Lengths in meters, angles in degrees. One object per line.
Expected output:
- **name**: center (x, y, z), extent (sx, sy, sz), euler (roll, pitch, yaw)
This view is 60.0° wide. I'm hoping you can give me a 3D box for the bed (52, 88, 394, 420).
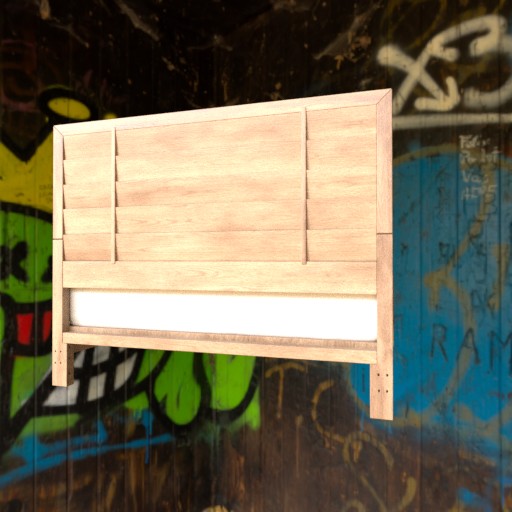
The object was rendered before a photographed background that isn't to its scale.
- **bed**: center (0.000, 0.000, 3.436), extent (2.032, 1.626, 2.032), euler (0, -1, 17)
